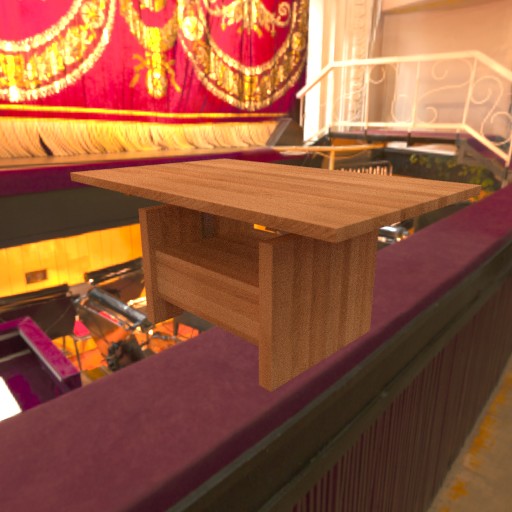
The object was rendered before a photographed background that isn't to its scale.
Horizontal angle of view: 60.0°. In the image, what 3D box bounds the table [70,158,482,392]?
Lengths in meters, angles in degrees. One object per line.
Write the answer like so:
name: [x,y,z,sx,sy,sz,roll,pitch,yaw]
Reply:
table: [0.000,0.000,1.462,1.100,0.510,0.700,17,24,42]
